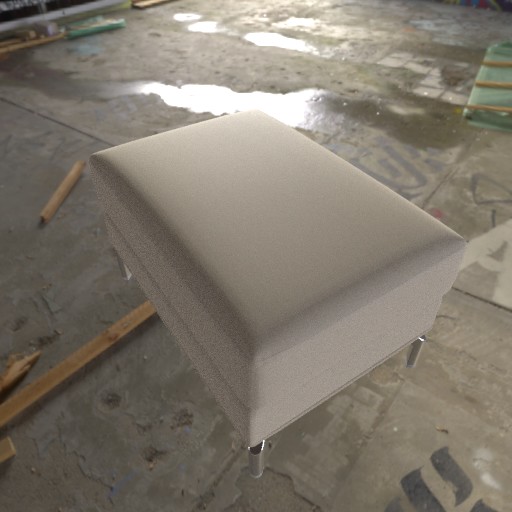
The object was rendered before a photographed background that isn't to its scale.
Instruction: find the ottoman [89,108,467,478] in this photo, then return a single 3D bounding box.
[{"bbox_3d":[0.000,0.000,1.216,0.581,0.497,0.835,-24,47,-25],"label":"ottoman"}]
